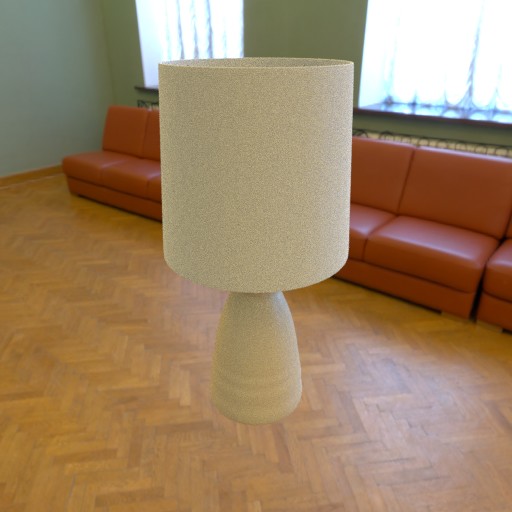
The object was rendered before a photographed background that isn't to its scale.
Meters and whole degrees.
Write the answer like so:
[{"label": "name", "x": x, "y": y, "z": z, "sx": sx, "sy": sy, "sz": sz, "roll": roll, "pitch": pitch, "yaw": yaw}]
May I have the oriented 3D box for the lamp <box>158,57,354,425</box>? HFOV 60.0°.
[{"label": "lamp", "x": 0.000, "y": 0.000, "z": 0.460, "sx": 0.186, "sy": 0.369, "sz": 0.186, "roll": 0, "pitch": 26, "yaw": 0}]
